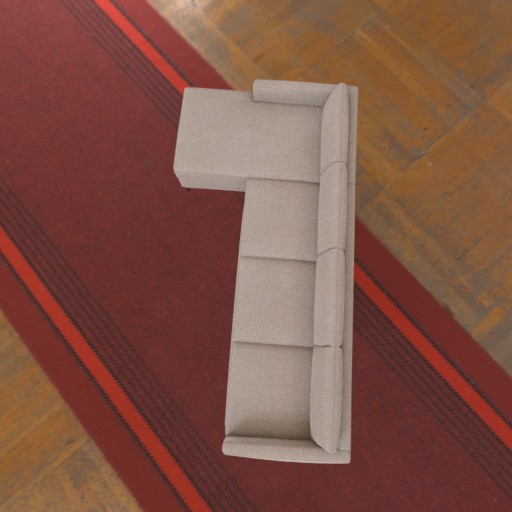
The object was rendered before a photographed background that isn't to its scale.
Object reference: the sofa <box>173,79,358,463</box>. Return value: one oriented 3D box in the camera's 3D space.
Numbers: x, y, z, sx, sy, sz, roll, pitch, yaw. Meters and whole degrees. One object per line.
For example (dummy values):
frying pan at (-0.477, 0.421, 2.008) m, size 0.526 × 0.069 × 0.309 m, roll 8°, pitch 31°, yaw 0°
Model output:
sofa at (0.000, 0.000, 3.511) m, size 1.469 × 0.816 × 2.923 m, roll 4°, pitch 76°, yaw 1°
